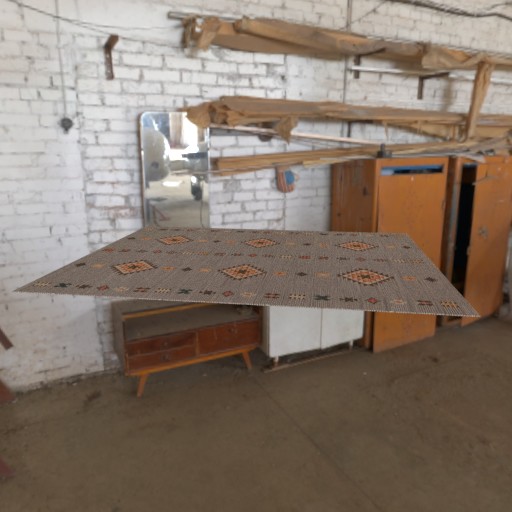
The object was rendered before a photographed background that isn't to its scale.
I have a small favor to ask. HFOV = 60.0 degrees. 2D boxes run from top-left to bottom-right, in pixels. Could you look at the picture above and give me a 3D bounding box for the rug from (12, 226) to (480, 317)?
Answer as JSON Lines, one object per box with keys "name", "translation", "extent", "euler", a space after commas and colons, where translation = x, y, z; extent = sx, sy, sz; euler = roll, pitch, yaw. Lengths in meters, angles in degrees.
{"name": "rug", "translation": [0.000, 0.000, 3.990], "extent": [3.035, 0.008, 2.425], "euler": [2, 15, 8]}
